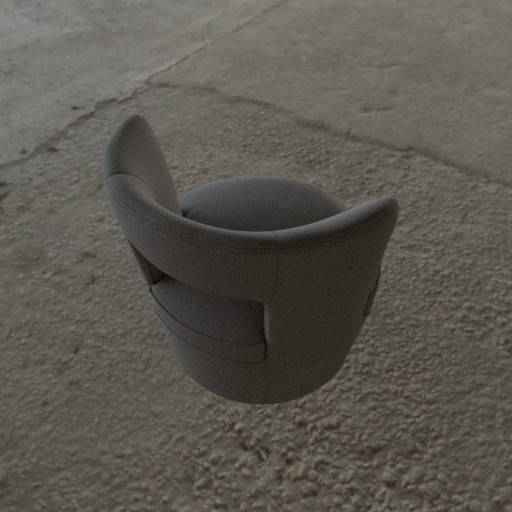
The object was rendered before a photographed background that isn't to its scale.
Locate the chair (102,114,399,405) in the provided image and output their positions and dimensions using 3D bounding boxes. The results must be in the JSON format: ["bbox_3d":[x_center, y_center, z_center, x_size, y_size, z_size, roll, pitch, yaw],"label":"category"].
[{"bbox_3d":[0.000,0.000,1.245,0.689,0.719,0.660,23,50,21],"label":"chair"}]
